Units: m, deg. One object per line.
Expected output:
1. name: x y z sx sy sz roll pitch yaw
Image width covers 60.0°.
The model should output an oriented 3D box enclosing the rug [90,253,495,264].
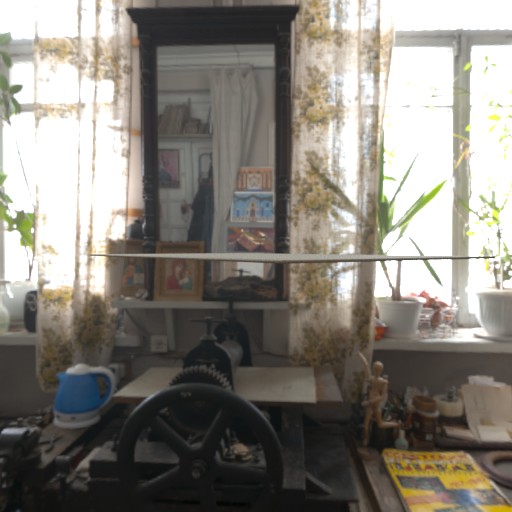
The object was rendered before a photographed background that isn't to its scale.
1. rug: 0.000 0.000 3.004 1.531 0.014 2.441 -1 1 -36
